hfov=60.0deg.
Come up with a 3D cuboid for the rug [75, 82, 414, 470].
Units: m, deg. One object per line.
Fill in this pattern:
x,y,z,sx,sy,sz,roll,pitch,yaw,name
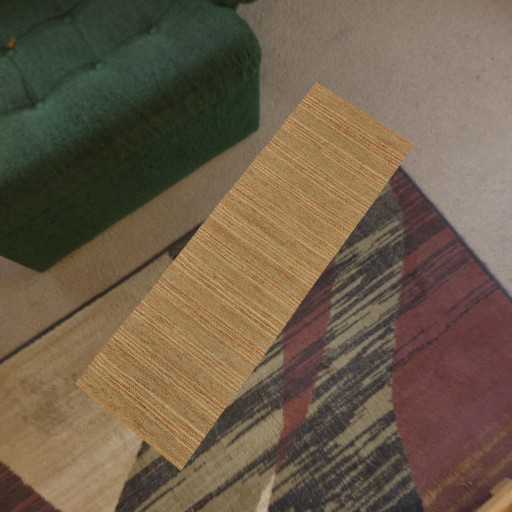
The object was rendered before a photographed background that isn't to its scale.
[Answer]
0.000,0.000,2.717,0.783,0.006,2.438,36,79,8,rug
